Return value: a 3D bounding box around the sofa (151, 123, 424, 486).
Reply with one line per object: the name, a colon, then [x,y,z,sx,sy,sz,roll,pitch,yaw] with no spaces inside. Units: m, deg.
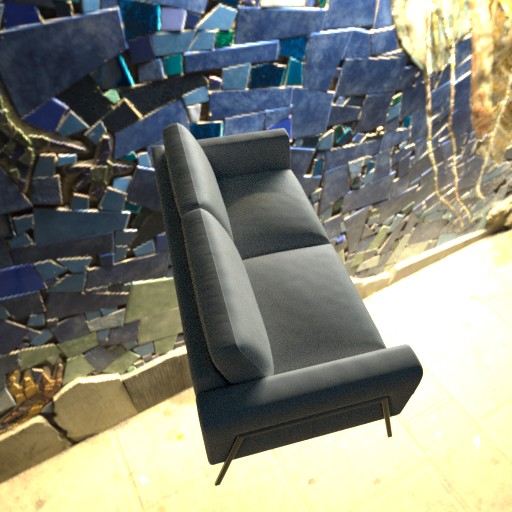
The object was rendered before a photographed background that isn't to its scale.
sofa: [0.000,0.000,2.542,0.953,0.875,2.017,-11,48,-10]
